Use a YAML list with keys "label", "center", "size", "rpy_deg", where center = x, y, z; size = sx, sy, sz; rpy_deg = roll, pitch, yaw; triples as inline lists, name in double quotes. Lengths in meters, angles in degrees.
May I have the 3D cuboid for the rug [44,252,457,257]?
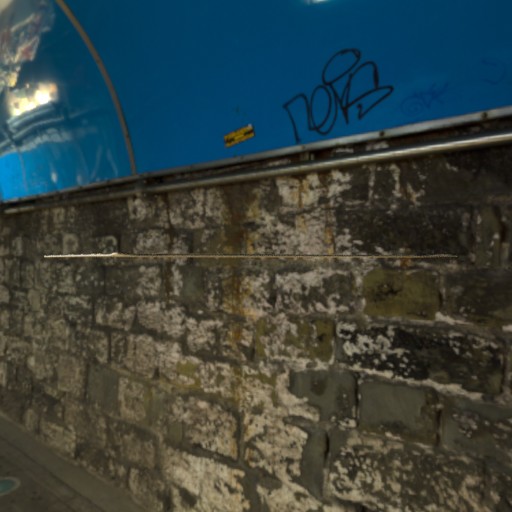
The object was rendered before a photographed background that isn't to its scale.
- label: "rug"
  center: [0.000, 0.000, 2.141]
  size: [1.698, 0.013, 1.072]
  rpy_deg: [0, 0, -35]
